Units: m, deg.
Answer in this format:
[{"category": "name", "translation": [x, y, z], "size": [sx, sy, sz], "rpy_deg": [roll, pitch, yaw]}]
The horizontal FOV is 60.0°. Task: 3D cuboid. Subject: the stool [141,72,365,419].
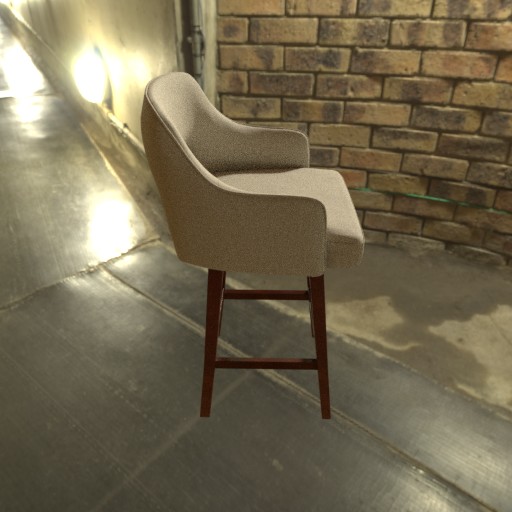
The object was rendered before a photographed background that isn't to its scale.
[{"category": "stool", "translation": [0.000, 0.000, 1.393], "size": [0.560, 1.041, 0.550], "rpy_deg": [1, 33, 1]}]
